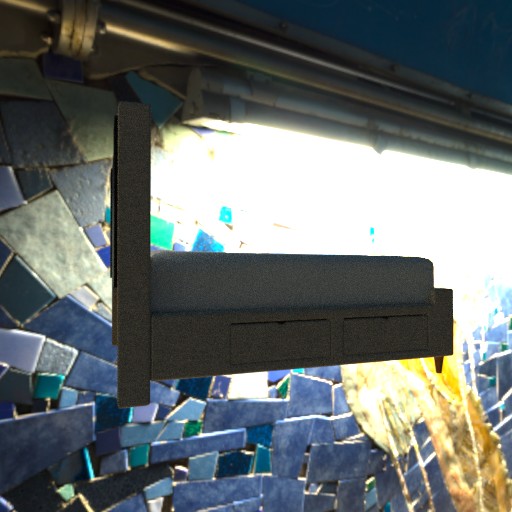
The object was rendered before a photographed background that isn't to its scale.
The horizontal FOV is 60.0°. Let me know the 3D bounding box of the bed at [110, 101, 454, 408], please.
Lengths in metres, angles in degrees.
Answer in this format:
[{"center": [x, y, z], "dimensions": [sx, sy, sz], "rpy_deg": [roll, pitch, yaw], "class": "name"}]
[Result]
[{"center": [0.000, 0.000, 3.827], "dimensions": [2.372, 1.748, 2.044], "rpy_deg": [0, -1, -19], "class": "bed"}]
